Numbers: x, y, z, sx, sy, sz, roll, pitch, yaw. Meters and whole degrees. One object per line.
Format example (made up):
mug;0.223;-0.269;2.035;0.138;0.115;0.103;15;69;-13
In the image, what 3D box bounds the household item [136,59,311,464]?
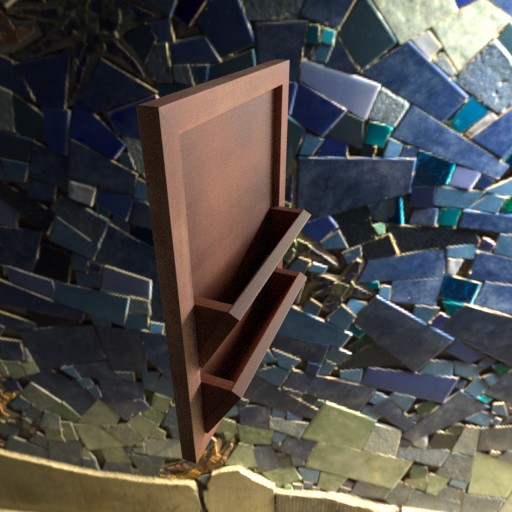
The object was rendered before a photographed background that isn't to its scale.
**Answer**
household item;0.000;0.000;0.539;0.067;0.407;0.310;11;32;18
